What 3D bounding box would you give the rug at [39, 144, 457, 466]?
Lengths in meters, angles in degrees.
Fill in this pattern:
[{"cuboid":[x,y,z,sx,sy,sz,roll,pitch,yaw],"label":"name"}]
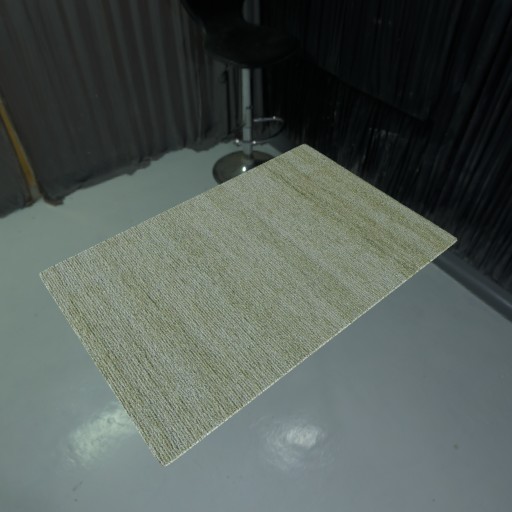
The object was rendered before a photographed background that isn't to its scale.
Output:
[{"cuboid":[0.000,0.000,2.197,1.758,0.010,1.143,-31,54,-26],"label":"rug"}]
